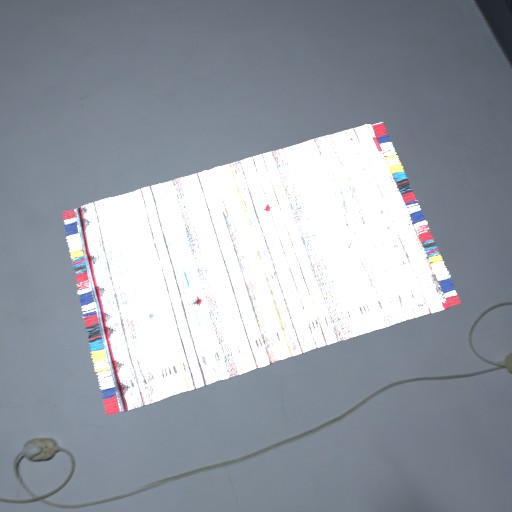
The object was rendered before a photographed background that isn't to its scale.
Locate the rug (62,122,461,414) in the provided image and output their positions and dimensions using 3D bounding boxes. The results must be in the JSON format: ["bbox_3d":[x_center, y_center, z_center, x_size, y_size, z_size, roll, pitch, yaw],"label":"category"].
[{"bbox_3d":[0.000,0.000,3.062,2.465,0.012,1.465,-17,76,-4],"label":"rug"}]
